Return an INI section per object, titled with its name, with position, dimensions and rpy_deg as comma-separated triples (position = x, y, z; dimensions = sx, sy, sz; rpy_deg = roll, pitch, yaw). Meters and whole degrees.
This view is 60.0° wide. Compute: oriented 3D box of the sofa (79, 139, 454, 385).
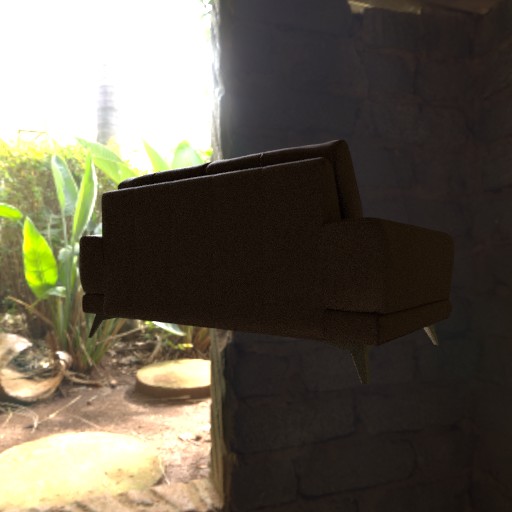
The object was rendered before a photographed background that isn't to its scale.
[sofa]
position = 0.000, 0.000, 2.374
dimensions = 1.806, 0.907, 1.018
rpy_deg = -1, -1, 36
